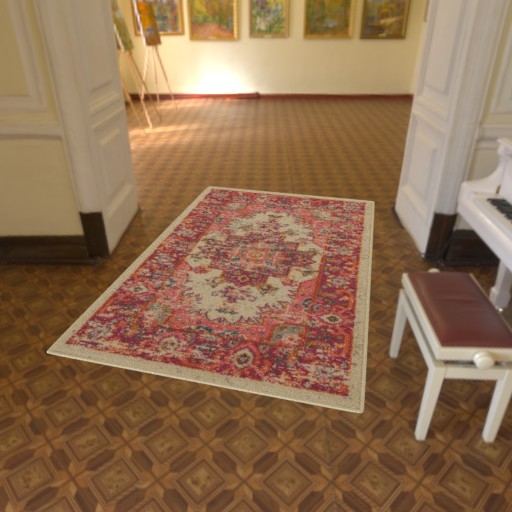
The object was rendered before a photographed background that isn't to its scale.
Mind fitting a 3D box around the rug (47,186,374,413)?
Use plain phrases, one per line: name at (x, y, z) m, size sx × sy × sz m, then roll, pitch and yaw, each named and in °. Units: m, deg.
rug at (0.000, 0.000, 1.097) m, size 0.556 × 0.004 × 0.868 m, roll 7°, pitch 30°, yaw 12°
